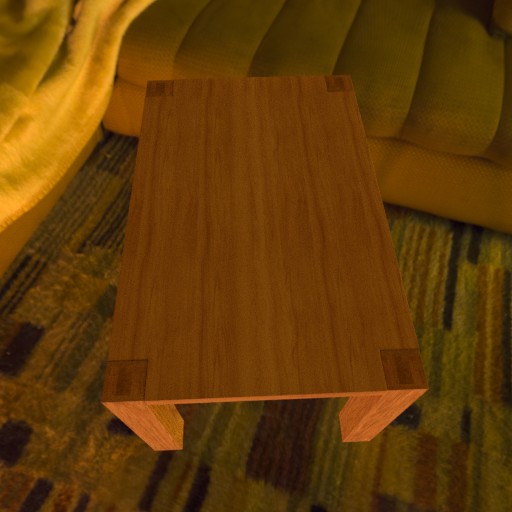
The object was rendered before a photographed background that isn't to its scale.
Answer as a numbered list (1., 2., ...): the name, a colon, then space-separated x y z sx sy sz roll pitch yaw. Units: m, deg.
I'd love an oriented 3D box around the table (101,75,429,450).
1. table: 0.000 0.000 1.909 0.900 0.760 1.400 -2 57 -1
